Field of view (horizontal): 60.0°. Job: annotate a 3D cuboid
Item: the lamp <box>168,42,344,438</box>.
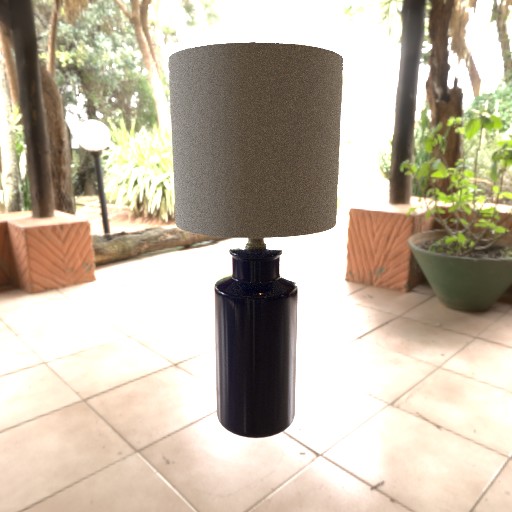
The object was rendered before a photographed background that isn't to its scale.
[{"bbox_3d":[0.000,0.000,0.604,0.212,0.493,0.212,-13,19,-43],"label":"lamp"}]
